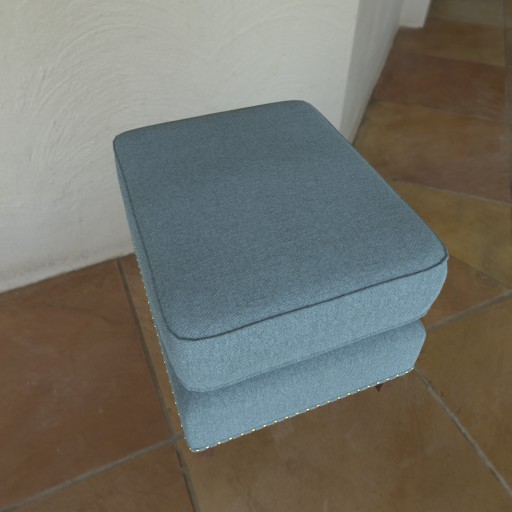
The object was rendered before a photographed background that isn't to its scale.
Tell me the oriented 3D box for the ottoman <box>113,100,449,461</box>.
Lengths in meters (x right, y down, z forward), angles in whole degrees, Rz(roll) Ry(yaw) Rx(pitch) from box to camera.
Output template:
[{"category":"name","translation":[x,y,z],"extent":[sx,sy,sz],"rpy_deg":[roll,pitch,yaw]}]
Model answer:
[{"category":"ottoman","translation":[0.000,0.000,1.150],"extent":[0.589,0.537,0.738],"rpy_deg":[-15,48,-14]}]
